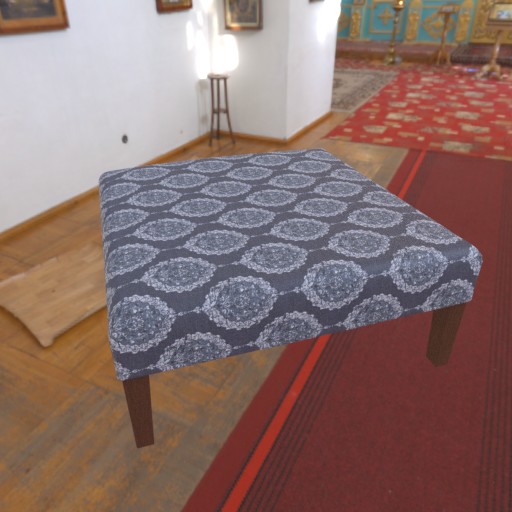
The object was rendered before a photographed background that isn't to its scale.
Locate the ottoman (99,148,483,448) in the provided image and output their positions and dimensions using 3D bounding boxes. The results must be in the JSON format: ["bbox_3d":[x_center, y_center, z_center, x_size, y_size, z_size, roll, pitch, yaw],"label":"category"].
[{"bbox_3d":[0.000,0.000,1.401,0.890,0.409,0.889,-10,32,-16],"label":"ottoman"}]
